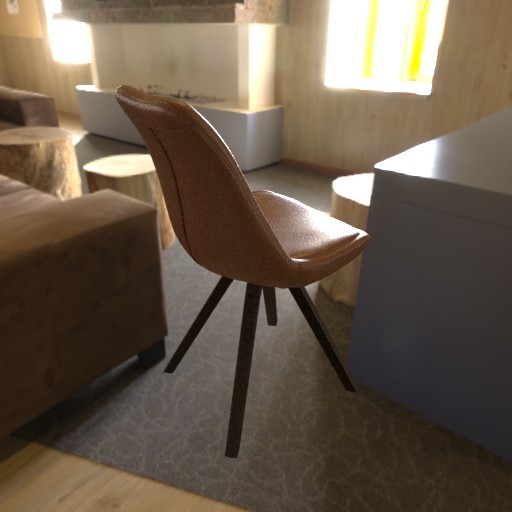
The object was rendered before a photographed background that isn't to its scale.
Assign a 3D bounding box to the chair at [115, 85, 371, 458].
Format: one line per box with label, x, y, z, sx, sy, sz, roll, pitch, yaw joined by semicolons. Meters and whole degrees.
chair;0.000;0.000;1.159;0.550;0.850;0.475;-18;32;-30
